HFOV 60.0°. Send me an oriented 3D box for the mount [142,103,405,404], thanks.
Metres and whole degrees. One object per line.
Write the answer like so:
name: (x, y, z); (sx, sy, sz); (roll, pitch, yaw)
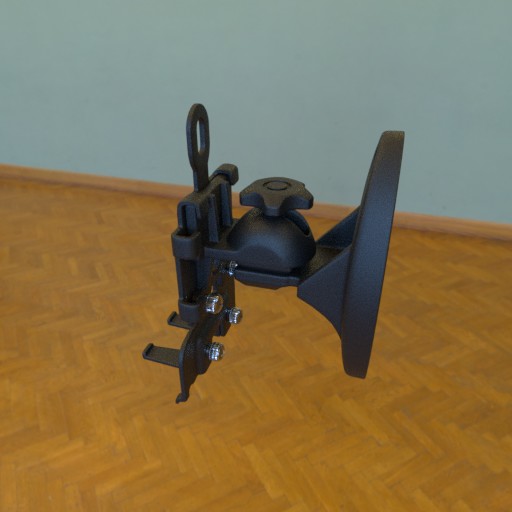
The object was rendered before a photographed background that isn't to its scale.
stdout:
mount: (0.000, 0.000, 0.182); (0.100, 0.118, 0.066); (8, 31, 14)
